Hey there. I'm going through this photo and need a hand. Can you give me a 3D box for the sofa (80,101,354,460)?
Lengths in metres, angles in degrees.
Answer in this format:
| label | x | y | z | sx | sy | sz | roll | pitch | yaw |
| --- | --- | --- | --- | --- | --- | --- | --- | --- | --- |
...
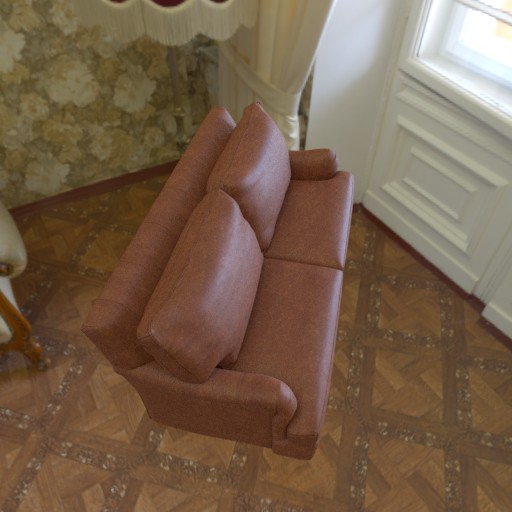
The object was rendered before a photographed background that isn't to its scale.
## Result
| label | x | y | z | sx | sy | sz | roll | pitch | yaw |
| --- | --- | --- | --- | --- | --- | --- | --- | --- | --- |
| sofa | 0.000 | 0.000 | 2.861 | 1.147 | 1.071 | 2.144 | 10 | 48 | 9 |
